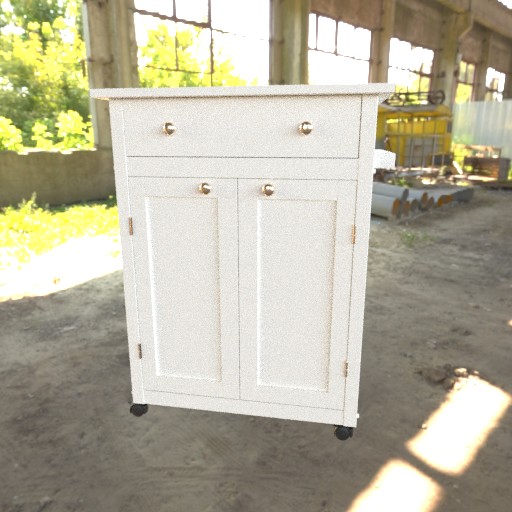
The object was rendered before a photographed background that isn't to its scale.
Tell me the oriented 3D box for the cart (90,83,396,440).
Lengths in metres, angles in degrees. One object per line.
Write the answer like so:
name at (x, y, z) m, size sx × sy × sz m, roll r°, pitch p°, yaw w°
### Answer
cart at (0.000, 0.000, 1.263) m, size 0.683 × 0.864 × 0.442 m, roll 3°, pitch 15°, yaw 10°
